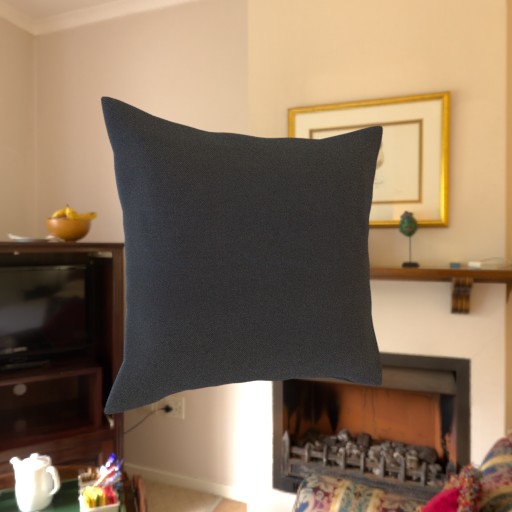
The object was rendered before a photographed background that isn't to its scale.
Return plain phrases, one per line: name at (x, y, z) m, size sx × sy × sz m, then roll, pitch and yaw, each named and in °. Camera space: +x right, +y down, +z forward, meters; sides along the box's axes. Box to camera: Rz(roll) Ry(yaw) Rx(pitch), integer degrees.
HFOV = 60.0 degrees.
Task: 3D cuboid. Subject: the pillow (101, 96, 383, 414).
pillow at (0.000, 0.000, 0.703) m, size 0.463 × 0.454 × 0.173 m, roll 0°, pitch 0°, yaw -18°
